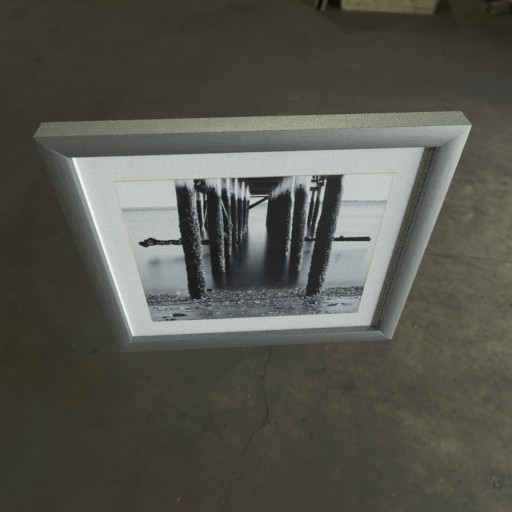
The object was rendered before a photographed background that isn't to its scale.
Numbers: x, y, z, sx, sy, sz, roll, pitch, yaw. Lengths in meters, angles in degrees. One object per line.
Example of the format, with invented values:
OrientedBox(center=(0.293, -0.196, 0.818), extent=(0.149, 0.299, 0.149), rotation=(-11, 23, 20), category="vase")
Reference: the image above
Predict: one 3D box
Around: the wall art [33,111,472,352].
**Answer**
OrientedBox(center=(0.000, 0.000, 0.508), extent=(0.380, 0.330, 0.028), rotation=(-2, 45, -2), category="wall art")
